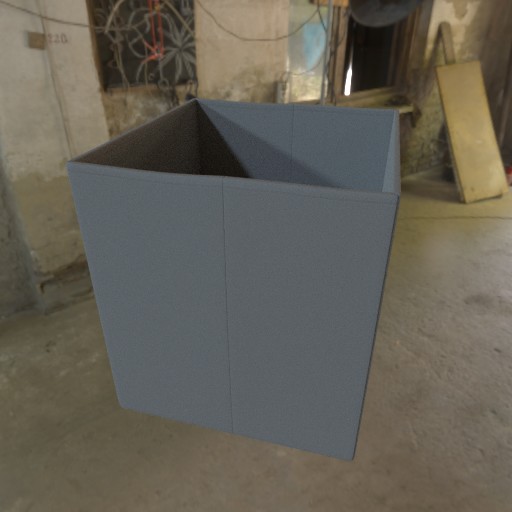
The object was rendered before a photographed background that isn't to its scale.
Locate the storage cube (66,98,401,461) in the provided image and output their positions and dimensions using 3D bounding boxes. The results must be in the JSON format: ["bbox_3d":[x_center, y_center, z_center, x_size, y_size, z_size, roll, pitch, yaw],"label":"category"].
[{"bbox_3d":[0.000,0.000,0.497,0.270,0.280,0.270,8,31,13],"label":"storage cube"}]
